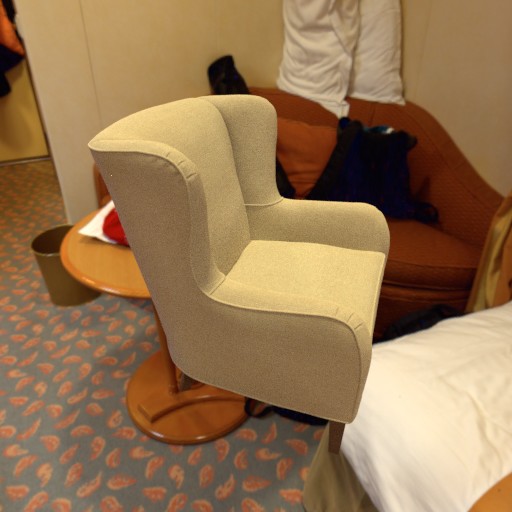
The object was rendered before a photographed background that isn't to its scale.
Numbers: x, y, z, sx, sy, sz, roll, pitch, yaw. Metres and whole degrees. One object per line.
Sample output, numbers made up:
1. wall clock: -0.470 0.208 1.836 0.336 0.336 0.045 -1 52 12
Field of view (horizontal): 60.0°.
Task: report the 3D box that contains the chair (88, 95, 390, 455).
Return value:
1. chair: 0.000 0.000 1.709 0.966 1.040 0.838 10 32 16
